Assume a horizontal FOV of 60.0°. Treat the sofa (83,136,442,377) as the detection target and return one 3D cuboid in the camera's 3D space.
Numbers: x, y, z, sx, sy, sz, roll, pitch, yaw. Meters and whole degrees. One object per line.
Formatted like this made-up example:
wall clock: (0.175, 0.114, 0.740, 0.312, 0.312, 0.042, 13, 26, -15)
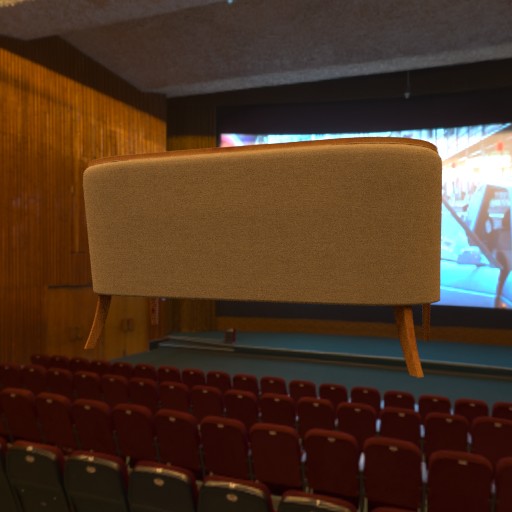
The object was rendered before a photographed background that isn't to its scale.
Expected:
sofa: (0.000, 0.000, 1.917, 1.474, 0.775, 0.770, 0, 1, 18)
